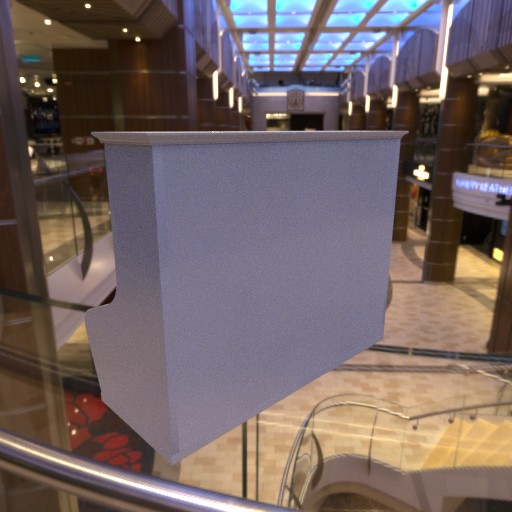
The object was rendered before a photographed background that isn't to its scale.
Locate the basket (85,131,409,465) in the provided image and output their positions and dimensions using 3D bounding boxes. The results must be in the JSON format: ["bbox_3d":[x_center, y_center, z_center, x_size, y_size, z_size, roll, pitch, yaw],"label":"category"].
[{"bbox_3d":[0.000,0.000,1.109,0.780,0.600,0.350,-15,22,-42],"label":"basket"}]
